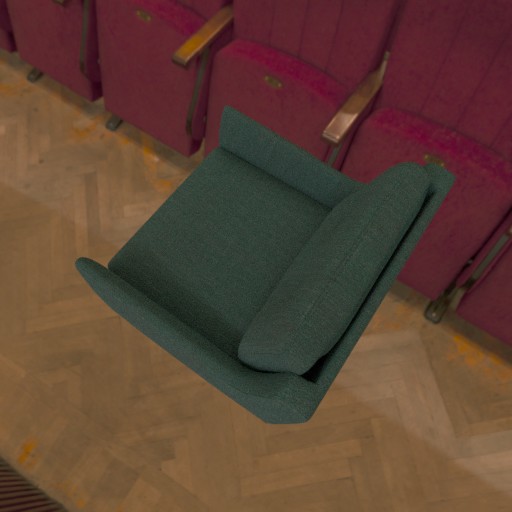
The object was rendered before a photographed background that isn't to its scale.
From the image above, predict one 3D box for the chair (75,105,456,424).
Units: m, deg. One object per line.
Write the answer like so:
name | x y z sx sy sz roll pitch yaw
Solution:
chair | 0.000 0.000 1.536 0.849 0.828 0.847 32 68 14
